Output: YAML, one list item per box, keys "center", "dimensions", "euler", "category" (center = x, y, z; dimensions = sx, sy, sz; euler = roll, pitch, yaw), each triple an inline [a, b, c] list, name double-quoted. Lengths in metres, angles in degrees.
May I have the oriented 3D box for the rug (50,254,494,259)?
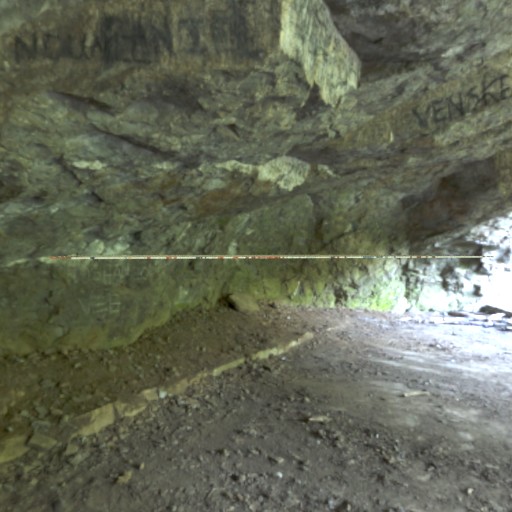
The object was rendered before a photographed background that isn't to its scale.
- center: [0.000, 0.000, 4.267]
  dimensions: [3.274, 0.015, 2.439]
  euler: [0, 0, -16]
  category: "rug"
